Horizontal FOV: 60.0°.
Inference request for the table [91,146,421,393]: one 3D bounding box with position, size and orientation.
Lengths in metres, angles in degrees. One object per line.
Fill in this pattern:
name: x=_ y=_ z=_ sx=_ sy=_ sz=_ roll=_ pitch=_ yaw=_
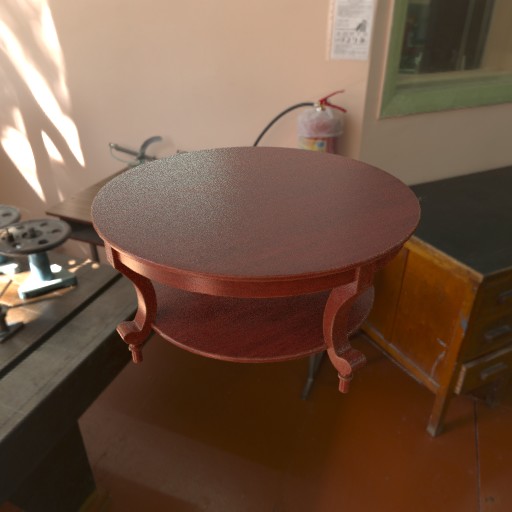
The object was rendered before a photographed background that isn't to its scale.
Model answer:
table: x=0.000 y=0.000 z=1.562 sx=1.029 sy=0.486 sz=1.029 roll=0 pitch=30 yaw=0
